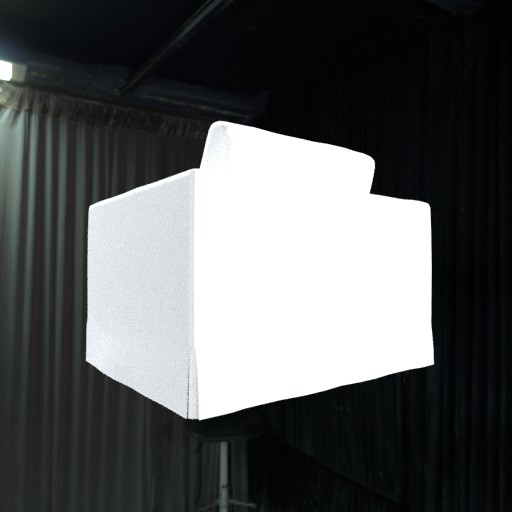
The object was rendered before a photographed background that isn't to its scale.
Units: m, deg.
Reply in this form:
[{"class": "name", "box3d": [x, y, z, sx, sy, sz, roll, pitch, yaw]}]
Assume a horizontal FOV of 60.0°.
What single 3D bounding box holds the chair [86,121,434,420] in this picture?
[{"class": "chair", "box3d": [0.000, 0.000, 1.856, 1.150, 0.878, 0.957, 1, -2, -37]}]
